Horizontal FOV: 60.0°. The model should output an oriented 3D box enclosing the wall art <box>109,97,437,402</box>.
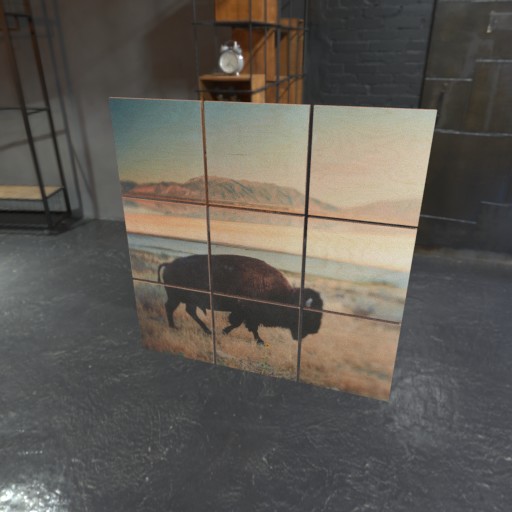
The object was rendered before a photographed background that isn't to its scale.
[{"bbox_3d":[0.000,0.000,1.376,0.906,0.904,0.018,8,27,16],"label":"wall art"}]
